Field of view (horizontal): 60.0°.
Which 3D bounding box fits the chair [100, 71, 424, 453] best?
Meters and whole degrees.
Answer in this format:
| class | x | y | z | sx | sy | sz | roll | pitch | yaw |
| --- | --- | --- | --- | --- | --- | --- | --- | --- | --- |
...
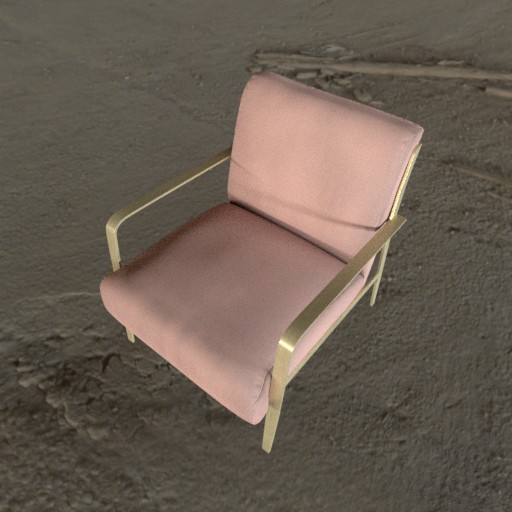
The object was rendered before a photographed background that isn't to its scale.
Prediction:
| class | x | y | z | sx | sy | sz | roll | pitch | yaw |
| --- | --- | --- | --- | --- | --- | --- | --- | --- | --- |
| chair | 0.000 | 0.000 | 1.480 | 0.701 | 0.823 | 0.848 | 30 | 54 | 25 |
